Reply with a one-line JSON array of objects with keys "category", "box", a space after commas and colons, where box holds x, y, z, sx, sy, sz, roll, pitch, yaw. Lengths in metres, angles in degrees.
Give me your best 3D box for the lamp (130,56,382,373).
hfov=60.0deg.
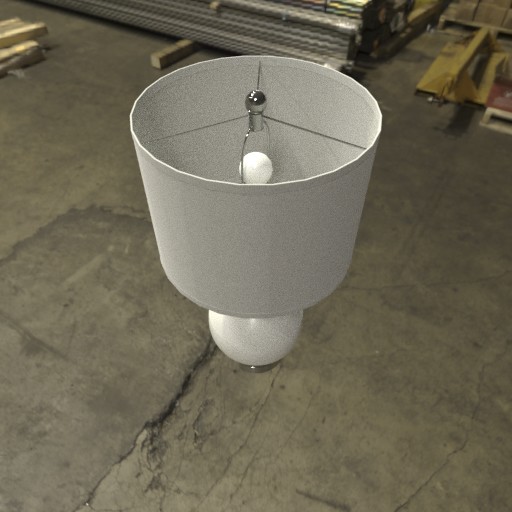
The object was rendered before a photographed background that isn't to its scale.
[{"category": "lamp", "box": [0.000, 0.000, 0.862, 0.357, 0.673, 0.357, 25, 52, 21]}]
